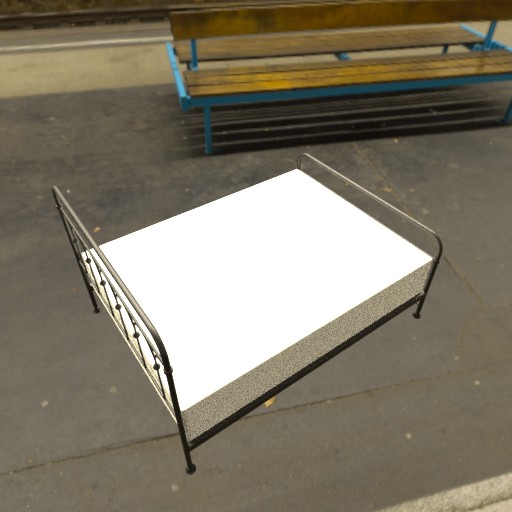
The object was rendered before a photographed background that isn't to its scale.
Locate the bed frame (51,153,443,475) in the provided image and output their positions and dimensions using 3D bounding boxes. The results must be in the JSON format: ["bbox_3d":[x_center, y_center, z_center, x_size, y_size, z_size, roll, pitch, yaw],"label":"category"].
[{"bbox_3d":[0.000,0.000,3.272,2.203,1.276,1.664,-25,48,-26],"label":"bed frame"}]
